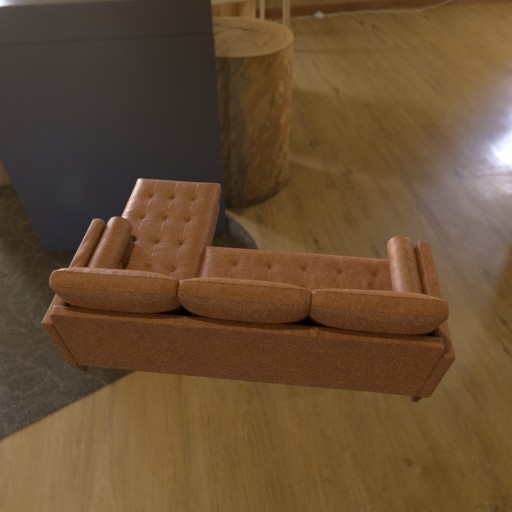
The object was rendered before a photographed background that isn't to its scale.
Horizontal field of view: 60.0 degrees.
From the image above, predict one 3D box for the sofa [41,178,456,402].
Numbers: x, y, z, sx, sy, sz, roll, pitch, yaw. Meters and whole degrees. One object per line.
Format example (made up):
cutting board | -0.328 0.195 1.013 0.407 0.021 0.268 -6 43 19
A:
sofa | 0.000 0.000 2.911 2.178 0.876 1.506 4 48 4
